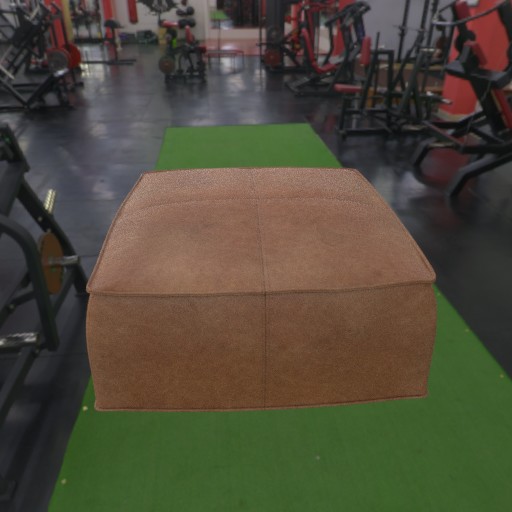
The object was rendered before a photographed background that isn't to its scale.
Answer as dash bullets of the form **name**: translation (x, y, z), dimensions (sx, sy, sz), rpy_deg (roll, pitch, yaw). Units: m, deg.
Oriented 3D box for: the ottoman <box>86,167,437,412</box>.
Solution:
- **ottoman**: translation (0.000, 0.000, 1.409), dimensions (0.902, 0.395, 0.901), rpy_deg (-2, 30, -3)
